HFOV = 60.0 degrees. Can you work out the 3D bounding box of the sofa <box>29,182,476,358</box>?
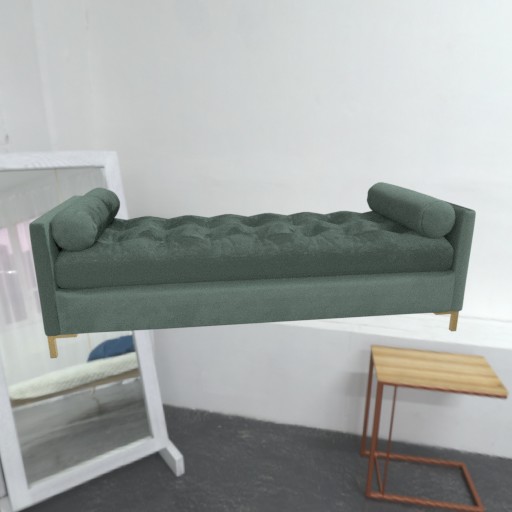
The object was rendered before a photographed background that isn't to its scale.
[{"bbox_3d":[0.000,0.000,2.473,2.102,0.705,0.796,-2,17,-8],"label":"sofa"}]
